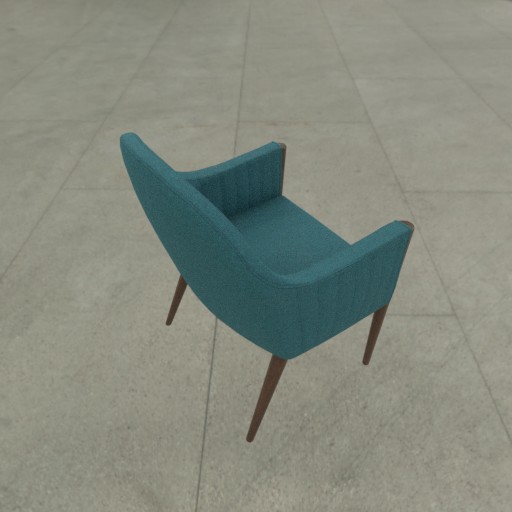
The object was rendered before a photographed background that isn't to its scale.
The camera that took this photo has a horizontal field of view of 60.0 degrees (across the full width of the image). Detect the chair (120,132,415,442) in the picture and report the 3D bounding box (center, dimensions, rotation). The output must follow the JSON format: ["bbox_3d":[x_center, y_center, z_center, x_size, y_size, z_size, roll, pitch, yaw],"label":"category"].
[{"bbox_3d":[0.000,0.000,1.383,0.652,0.907,0.656,-24,46,-25],"label":"chair"}]
